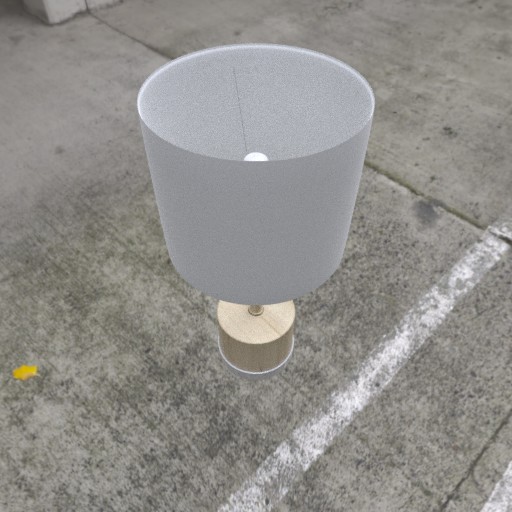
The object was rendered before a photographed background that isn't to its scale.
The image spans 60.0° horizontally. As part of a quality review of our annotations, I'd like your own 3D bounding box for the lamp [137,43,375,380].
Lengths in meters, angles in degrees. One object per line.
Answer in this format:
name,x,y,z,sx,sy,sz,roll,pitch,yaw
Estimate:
lamp,0.000,0.000,0.602,0.229,0.470,0.229,-35,56,-28
